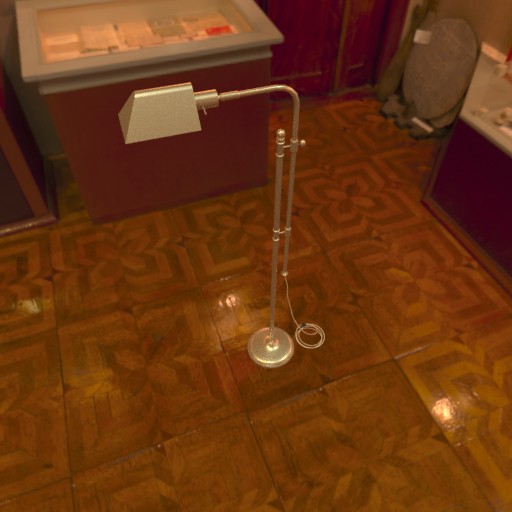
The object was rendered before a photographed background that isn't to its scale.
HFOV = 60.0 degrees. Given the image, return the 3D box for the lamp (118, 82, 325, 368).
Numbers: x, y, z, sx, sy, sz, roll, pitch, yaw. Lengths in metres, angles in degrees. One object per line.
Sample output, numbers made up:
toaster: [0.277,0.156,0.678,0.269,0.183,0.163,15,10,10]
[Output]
lamp: [0.000,0.000,1.864,0.813,1.571,0.256,-14,49,-13]
